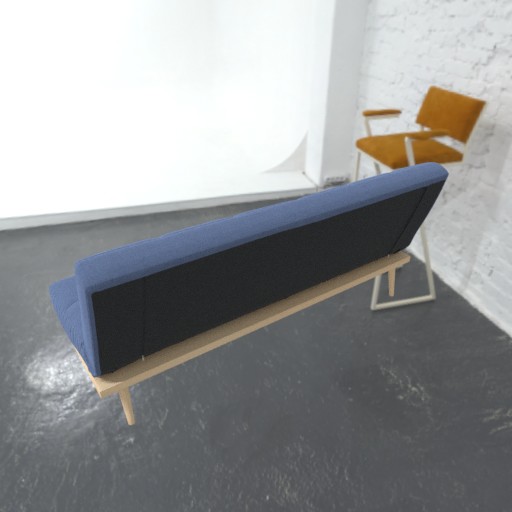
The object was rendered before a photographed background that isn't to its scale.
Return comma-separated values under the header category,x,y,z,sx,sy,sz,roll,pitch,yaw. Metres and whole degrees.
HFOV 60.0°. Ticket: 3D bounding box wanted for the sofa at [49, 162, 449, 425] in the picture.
category,x,y,z,sx,sy,sz,roll,pitch,yaw
sofa,0.000,0.000,2.172,1.800,0.800,0.796,-19,34,-30
